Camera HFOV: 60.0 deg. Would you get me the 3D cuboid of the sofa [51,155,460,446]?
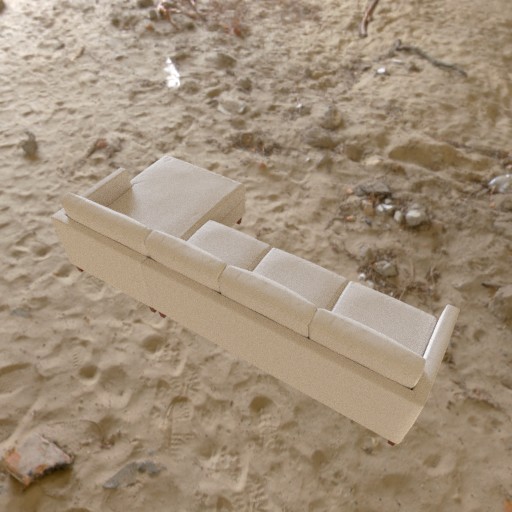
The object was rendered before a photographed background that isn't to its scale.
[{"bbox_3d":[0.000,0.000,4.062,3.471,0.954,1.606,24,51,21],"label":"sofa"}]
